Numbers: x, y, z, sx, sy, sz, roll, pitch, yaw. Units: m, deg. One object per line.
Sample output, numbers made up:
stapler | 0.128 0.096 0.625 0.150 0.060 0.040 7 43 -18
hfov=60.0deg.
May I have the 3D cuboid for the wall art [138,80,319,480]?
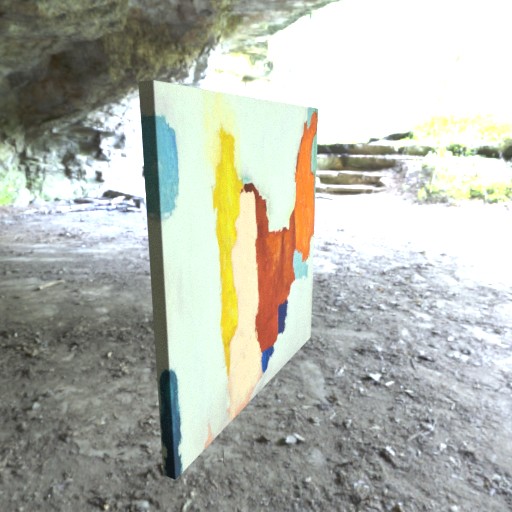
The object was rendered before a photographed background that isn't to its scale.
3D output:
wall art | 0.000 0.000 1.516 0.044 1.017 1.017 8 17 27
